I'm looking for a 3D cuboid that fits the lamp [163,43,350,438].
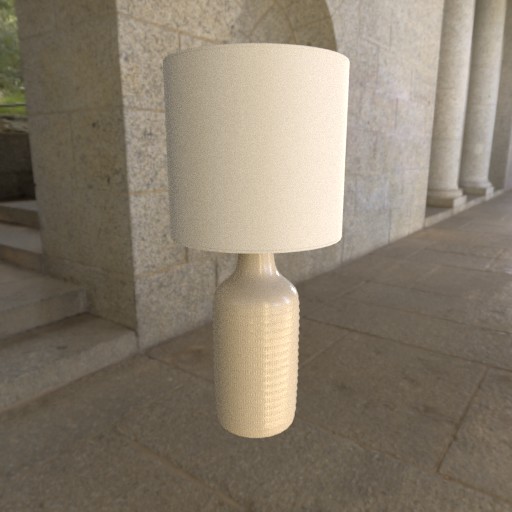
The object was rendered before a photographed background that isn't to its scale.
[{"bbox_3d":[0.000,0.000,0.589,0.220,0.475,0.220,2,14,7],"label":"lamp"}]
